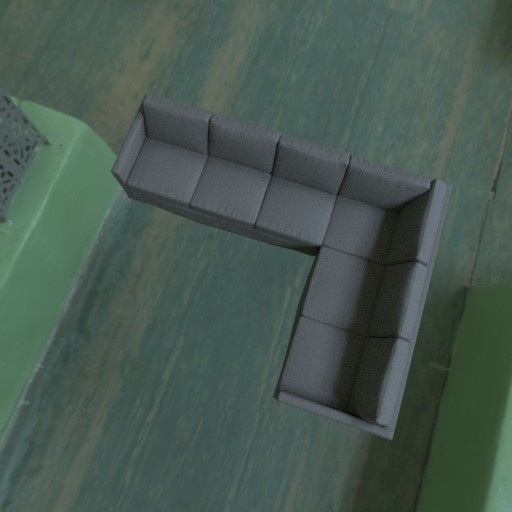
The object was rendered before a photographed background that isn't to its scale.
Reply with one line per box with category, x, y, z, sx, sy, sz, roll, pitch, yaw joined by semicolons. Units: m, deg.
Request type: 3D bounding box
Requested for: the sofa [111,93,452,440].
sofa;0.000;0.000;4.319;3.182;0.871;2.432;18;76;5
